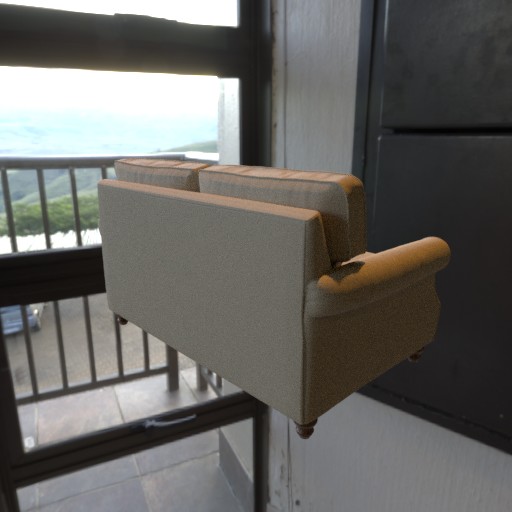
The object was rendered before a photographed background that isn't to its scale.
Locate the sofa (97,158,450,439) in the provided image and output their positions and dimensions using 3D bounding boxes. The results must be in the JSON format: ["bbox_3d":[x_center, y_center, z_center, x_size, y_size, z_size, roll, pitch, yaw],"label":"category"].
[{"bbox_3d":[0.000,0.000,2.225,0.964,0.937,1.665,-14,21,-42],"label":"sofa"}]
